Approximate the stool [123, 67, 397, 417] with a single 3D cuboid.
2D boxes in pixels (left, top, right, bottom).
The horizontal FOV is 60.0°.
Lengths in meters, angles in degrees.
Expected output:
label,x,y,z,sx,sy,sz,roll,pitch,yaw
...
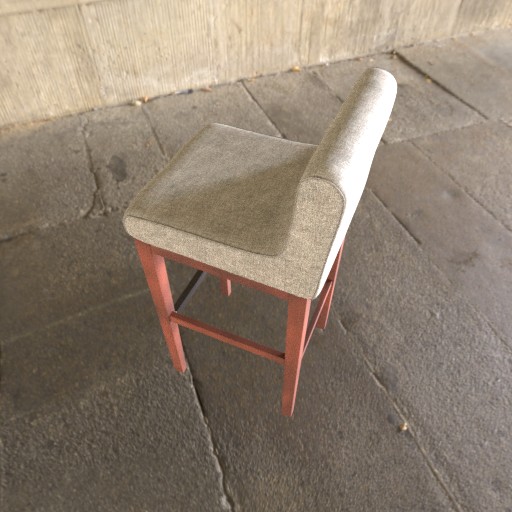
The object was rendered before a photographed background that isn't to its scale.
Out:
label,x,y,z,sx,sy,sz,roll,pitch,yaw
stool,0.000,0.000,1.224,0.499,0.965,0.426,18,50,15
